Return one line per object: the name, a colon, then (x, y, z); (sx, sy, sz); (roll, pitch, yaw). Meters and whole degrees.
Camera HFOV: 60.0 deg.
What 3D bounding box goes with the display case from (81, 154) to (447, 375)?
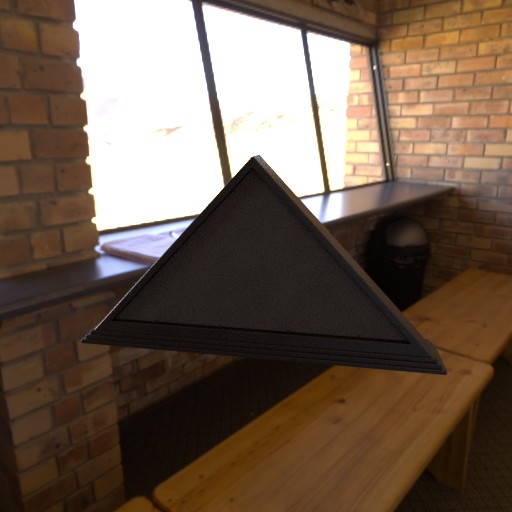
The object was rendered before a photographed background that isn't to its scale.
display case: (0.000, 0.000, 0.766); (0.640, 0.340, 0.095); (3, 16, 10)
